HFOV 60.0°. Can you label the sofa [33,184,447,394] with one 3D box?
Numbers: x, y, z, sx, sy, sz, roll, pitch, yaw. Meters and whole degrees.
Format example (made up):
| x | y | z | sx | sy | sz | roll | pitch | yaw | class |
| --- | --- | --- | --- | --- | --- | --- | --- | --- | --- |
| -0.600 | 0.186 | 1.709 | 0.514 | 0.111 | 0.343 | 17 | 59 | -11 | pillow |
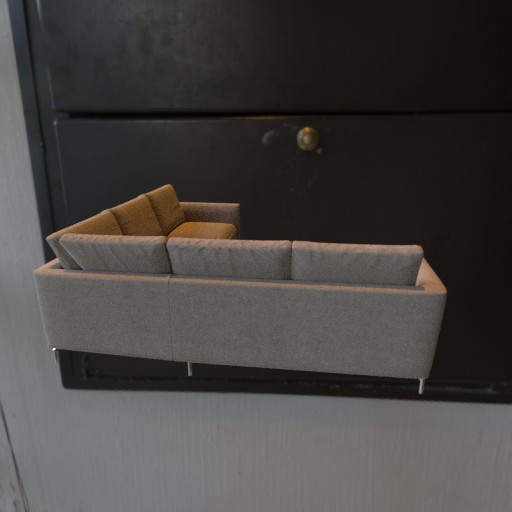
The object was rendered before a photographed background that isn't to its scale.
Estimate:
| x | y | z | sx | sy | sz | roll | pitch | yaw | class |
| --- | --- | --- | --- | --- | --- | --- | --- | --- | --- |
| 0.000 | 0.000 | 3.695 | 2.438 | 0.864 | 2.438 | 2 | 17 | 8 | sofa |
